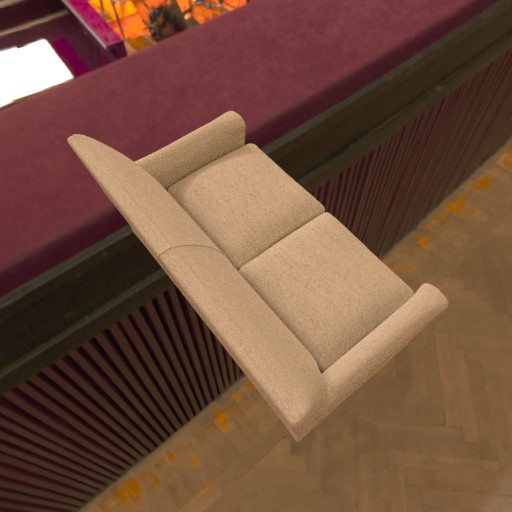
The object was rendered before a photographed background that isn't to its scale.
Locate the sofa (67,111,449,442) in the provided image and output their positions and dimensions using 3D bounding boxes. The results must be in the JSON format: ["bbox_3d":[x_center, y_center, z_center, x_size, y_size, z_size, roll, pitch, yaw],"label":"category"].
[{"bbox_3d":[0.000,0.000,2.067,0.891,0.892,1.482,-33,63,-19],"label":"sofa"}]
